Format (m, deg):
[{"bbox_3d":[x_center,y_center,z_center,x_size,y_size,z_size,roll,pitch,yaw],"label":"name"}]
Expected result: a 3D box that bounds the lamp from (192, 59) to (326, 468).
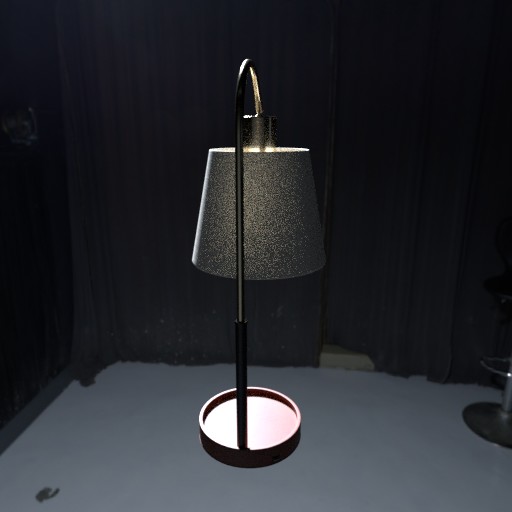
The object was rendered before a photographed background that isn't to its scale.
[{"bbox_3d":[0.000,0.000,0.672,0.211,0.536,0.273,2,16,9],"label":"lamp"}]
